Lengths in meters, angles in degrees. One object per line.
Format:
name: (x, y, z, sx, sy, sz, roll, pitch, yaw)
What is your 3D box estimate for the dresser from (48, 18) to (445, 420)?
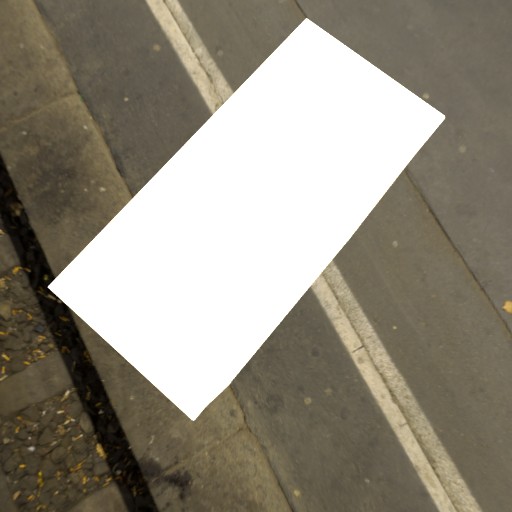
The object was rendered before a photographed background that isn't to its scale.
dresser: (0.000, 0.000, 1.406, 0.380, 1.040, 0.800, 40, 80, 8)
